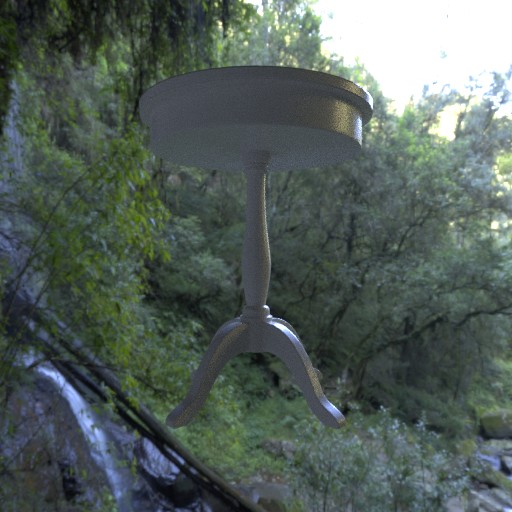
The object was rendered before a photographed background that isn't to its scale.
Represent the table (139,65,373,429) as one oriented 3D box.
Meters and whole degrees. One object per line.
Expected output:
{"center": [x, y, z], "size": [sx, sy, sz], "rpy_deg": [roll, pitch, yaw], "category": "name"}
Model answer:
{"center": [0.000, 0.000, 1.010], "size": [0.513, 0.653, 0.513], "rpy_deg": [0, 1, 0], "category": "table"}
